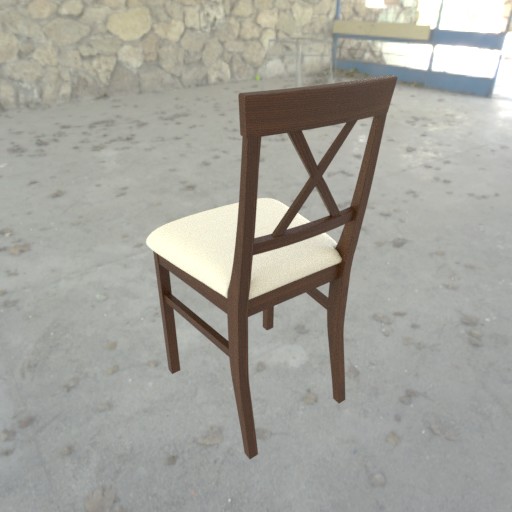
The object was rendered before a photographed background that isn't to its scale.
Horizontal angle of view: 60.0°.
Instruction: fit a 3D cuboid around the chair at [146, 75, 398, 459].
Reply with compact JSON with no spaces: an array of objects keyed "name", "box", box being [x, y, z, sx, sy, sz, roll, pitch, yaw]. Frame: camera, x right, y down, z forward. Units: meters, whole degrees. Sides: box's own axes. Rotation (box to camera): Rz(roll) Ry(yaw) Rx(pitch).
[{"name":"chair","box":[0.000,0.000,1.175,0.440,0.913,0.480,-19,35,-30]}]
